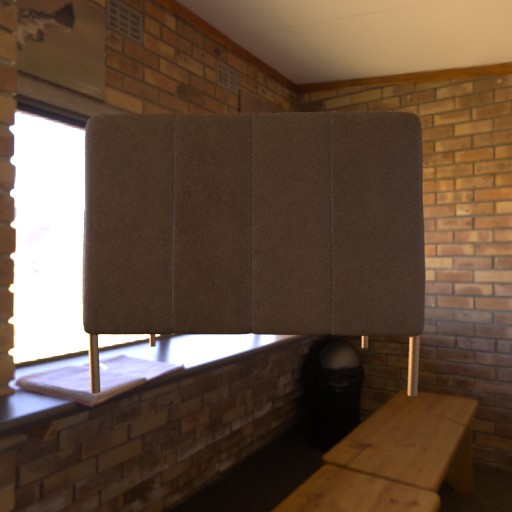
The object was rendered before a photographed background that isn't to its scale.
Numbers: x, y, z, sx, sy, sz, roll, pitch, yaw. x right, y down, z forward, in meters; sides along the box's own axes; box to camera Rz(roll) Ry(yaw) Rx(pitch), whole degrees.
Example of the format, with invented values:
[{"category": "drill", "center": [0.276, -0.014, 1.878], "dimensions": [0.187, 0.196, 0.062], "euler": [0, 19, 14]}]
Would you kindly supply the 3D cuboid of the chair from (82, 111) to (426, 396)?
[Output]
[{"category": "chair", "center": [0.000, 0.000, 1.598], "dimensions": [0.981, 0.779, 0.876], "euler": [0, 0, 2]}]
